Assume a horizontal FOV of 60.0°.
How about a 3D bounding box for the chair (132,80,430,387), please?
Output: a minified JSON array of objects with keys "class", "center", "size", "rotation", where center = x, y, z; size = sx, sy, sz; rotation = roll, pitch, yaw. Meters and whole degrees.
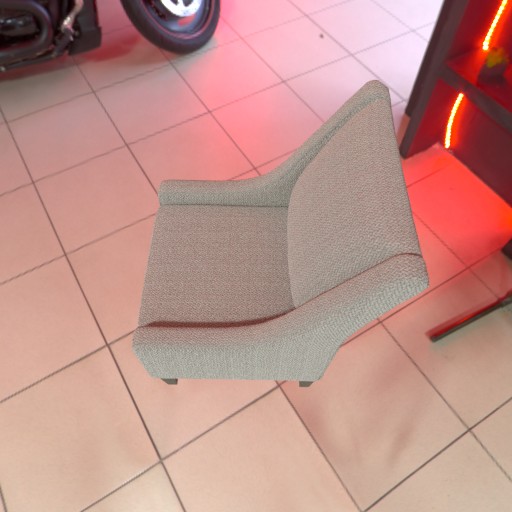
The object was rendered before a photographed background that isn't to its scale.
[{"class":"chair","center":[0.000,0.000,1.675],"size":[0.870,1.014,0.774],"rotation":[1,58,1]}]
